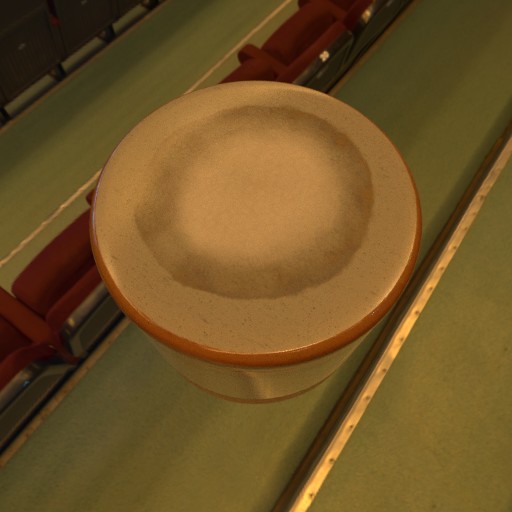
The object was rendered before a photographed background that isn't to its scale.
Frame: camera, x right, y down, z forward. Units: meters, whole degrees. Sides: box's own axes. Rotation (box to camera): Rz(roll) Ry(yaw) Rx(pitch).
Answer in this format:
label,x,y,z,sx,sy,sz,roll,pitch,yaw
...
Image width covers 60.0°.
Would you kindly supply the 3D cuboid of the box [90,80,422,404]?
label,x,y,z,sx,sy,sz,roll,pitch,yaw
box,0.000,0.000,0.206,0.123,0.100,0.123,0,64,0
